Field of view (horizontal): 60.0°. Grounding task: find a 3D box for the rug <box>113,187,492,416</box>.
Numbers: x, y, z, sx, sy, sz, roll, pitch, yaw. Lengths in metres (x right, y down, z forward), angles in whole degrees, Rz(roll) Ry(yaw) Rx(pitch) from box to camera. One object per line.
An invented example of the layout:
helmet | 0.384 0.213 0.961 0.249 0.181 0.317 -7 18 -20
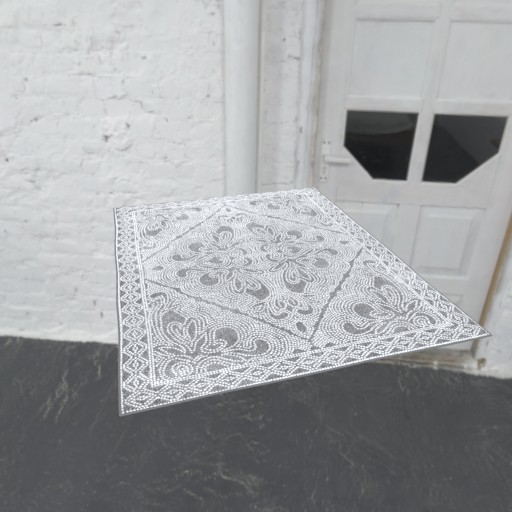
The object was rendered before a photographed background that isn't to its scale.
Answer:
rug | 0.000 0.000 3.943 2.438 0.012 3.048 -8 30 -14
